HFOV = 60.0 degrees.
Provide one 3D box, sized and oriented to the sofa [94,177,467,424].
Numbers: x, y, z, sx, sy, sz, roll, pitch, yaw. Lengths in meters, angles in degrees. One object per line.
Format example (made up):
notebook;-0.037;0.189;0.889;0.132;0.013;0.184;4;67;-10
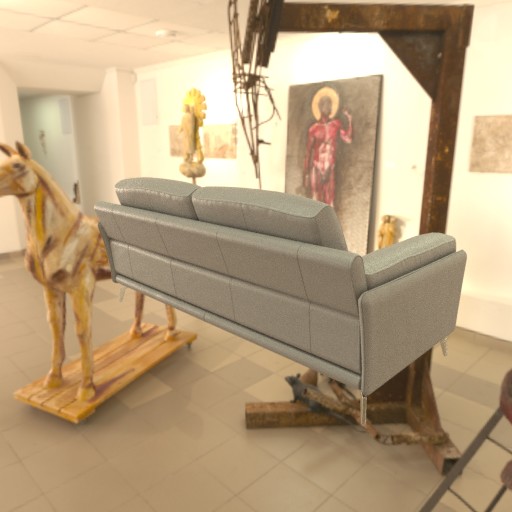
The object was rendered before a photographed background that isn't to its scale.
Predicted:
sofa;0.000;0.000;2.687;2.101;0.930;1.049;14;21;43
